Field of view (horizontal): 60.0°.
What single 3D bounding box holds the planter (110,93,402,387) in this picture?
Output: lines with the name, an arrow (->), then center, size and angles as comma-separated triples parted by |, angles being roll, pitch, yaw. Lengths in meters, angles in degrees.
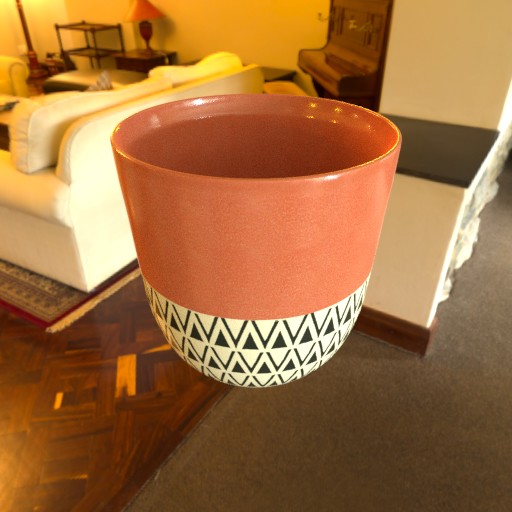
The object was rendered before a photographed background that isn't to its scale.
planter -> 0.000, 0.000, 0.364 | 0.195, 0.214, 0.195 | 0, 32, 0
